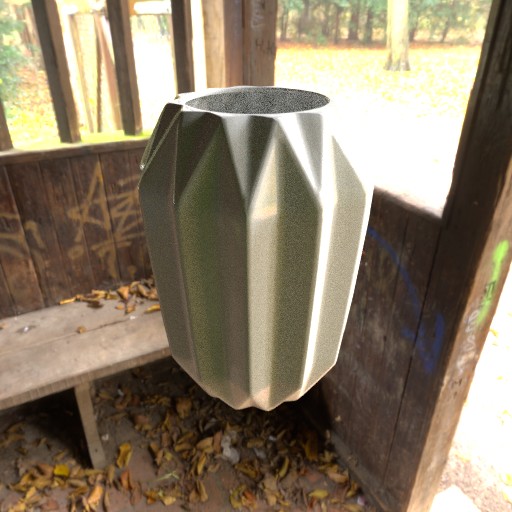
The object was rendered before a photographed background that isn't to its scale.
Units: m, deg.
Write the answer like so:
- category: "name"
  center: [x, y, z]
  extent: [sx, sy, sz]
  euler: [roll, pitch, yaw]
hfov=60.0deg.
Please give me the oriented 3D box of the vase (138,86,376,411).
- category: "vase"
  center: [0.000, 0.000, 0.404]
  extent: [0.195, 0.275, 0.195]
  euler: [0, 29, 0]
